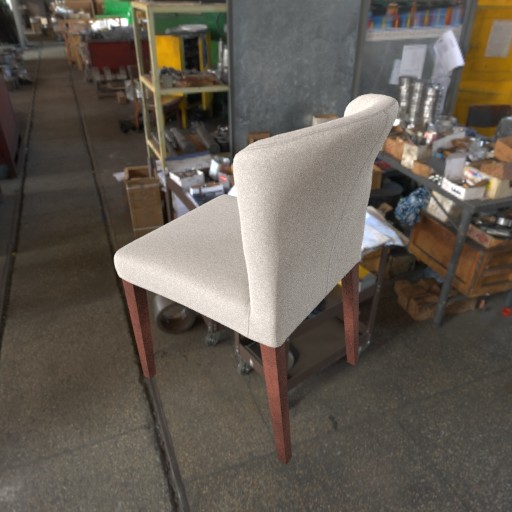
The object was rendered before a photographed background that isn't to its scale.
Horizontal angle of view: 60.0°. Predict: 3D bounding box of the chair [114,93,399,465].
[{"bbox_3d":[0.000,0.000,1.167,0.592,0.839,0.491,20,37,29],"label":"chair"}]
